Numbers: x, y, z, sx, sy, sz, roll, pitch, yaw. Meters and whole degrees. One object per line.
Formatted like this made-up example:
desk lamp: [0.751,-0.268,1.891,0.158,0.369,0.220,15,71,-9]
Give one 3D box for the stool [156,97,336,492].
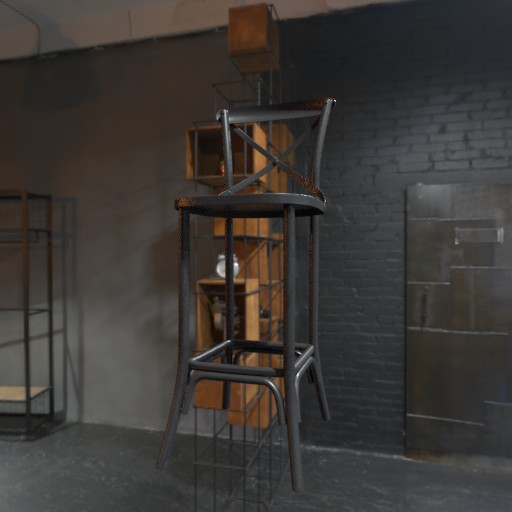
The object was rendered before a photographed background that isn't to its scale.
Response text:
stool: [0.000,0.000,1.434,0.457,1.168,0.584,0,0,17]
